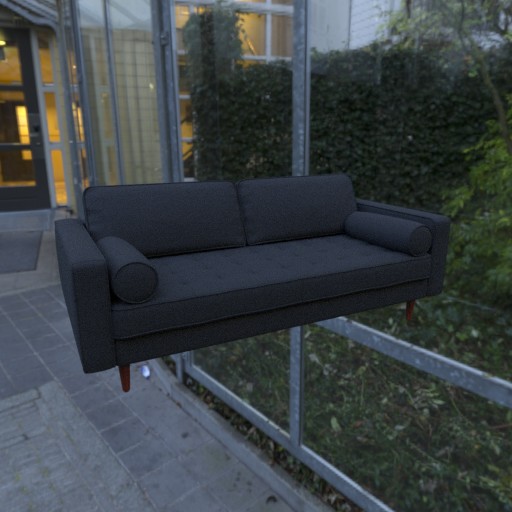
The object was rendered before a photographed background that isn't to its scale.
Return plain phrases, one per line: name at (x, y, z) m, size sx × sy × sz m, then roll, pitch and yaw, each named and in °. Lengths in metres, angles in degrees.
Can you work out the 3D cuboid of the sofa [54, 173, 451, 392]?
sofa at (0.000, 0.000, 2.340) m, size 1.875 × 0.759 × 0.914 m, roll -8°, pitch 17°, yaw -26°
